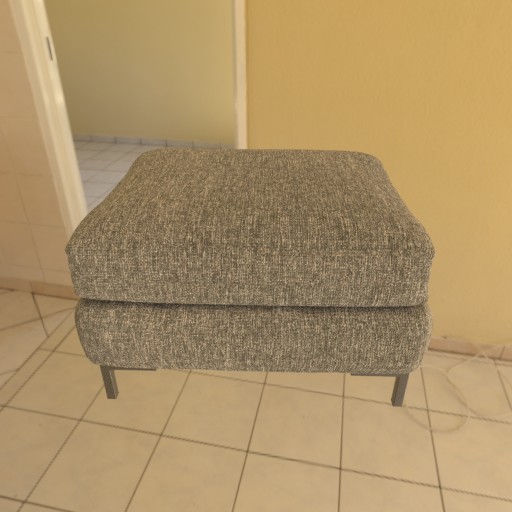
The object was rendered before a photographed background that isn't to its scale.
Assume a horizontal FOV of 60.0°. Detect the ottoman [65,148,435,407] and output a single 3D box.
[{"bbox_3d":[0.000,0.000,1.241,0.828,0.480,0.683,1,30,2],"label":"ottoman"}]
